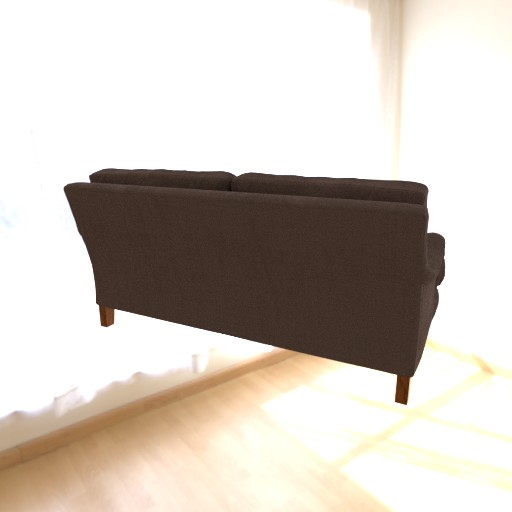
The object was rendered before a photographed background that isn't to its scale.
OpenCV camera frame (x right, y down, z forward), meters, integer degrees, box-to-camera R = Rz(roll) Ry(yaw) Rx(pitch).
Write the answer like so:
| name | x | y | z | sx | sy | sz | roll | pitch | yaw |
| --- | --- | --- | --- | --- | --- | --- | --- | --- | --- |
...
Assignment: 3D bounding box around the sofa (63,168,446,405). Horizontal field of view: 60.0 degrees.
| name | x | y | z | sx | sy | sz | roll | pitch | yaw |
| --- | --- | --- | --- | --- | --- | --- | --- | --- | --- |
| sofa | 0.000 | 0.000 | 2.796 | 2.165 | 1.087 | 1.086 | 8 | 17 | 26 |
